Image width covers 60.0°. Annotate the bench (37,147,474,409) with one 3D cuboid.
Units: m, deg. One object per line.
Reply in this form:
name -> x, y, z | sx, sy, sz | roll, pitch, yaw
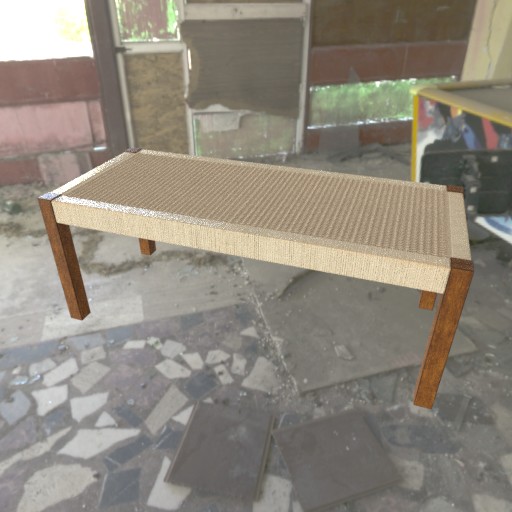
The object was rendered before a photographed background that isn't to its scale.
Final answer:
bench -> 0.000, 0.000, 1.470 | 1.198, 0.457, 0.507 | 10, 33, 16
